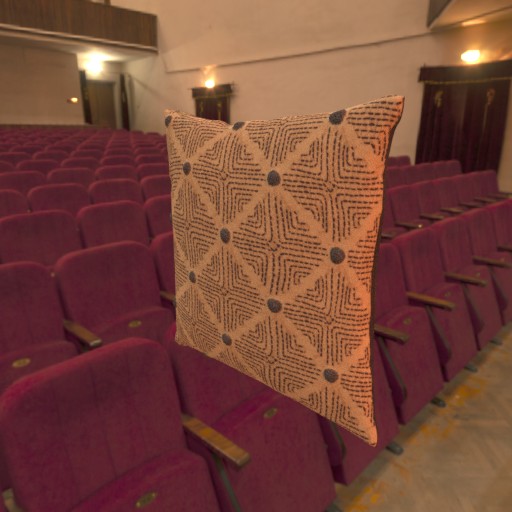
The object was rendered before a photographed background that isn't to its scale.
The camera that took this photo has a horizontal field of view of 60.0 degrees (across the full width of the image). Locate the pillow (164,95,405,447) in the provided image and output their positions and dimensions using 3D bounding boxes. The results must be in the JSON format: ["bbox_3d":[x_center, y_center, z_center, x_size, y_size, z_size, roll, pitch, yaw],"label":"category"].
[{"bbox_3d":[0.000,0.000,0.780,0.510,0.510,0.145,15,21,42],"label":"pillow"}]
